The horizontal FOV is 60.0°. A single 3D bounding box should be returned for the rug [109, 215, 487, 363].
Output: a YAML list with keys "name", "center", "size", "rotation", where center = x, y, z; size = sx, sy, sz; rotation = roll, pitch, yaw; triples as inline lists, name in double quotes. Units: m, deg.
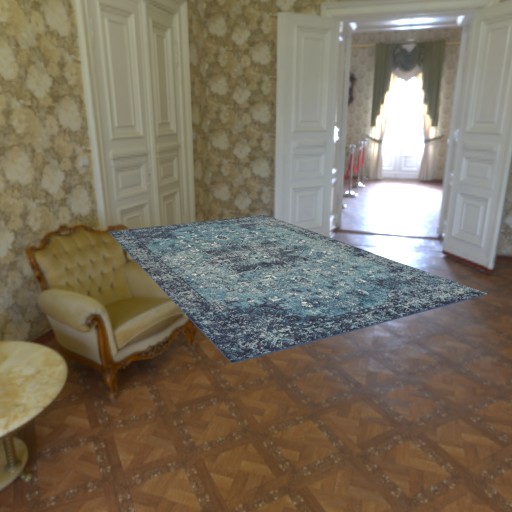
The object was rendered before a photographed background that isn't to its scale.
- name: "rug"
  center: [0.000, 0.000, 3.068]
  size: [1.525, 0.007, 2.440]
  rotation: [-9, 19, -27]
